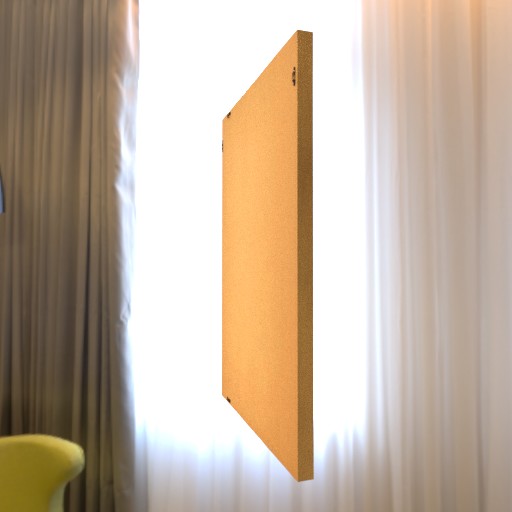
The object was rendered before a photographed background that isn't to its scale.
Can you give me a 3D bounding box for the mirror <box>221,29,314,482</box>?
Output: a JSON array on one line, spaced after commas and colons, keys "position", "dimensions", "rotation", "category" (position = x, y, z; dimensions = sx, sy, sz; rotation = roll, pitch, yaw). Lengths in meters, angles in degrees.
[{"position": [0.000, 0.000, 1.188], "dimensions": [0.041, 0.915, 0.609], "rotation": [0, -1, -19], "category": "mirror"}]
